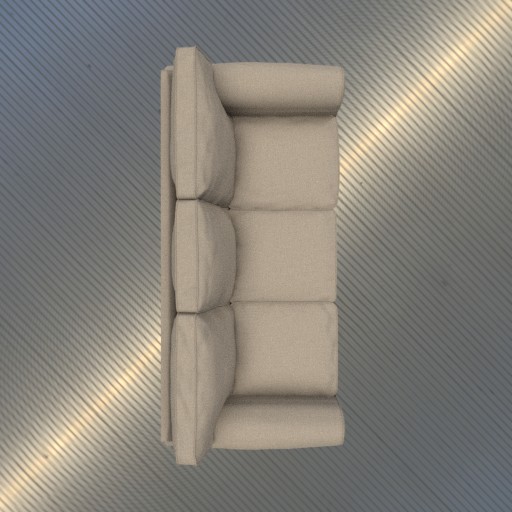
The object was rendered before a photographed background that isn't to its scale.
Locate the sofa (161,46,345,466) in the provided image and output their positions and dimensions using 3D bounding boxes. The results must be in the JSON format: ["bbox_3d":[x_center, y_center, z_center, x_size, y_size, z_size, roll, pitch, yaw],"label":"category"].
[{"bbox_3d":[0.000,0.000,2.577,0.998,0.889,2.118,0,90,0],"label":"sofa"}]
